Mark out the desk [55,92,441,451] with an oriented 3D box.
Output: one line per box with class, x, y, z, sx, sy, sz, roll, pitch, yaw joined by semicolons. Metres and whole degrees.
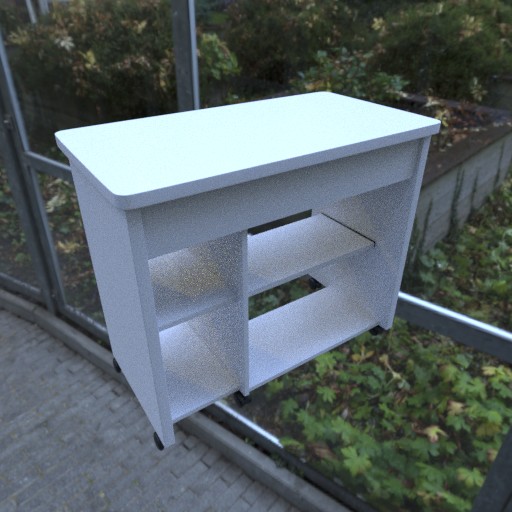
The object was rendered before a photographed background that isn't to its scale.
desk;0.000;0.000;1.312;0.877;0.763;0.475;-19;36;-28
